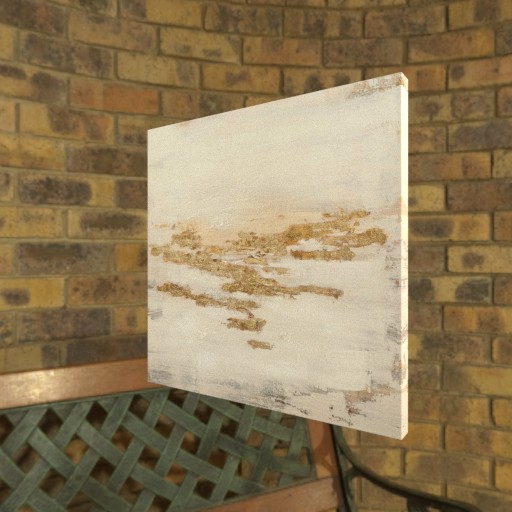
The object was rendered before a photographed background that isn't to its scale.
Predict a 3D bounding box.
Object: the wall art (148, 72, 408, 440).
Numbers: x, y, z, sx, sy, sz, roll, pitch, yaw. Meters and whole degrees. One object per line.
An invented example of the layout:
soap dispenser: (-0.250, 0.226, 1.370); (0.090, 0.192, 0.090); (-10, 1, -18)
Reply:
wall art: (0.000, 0.000, 0.923); (0.611, 0.613, 0.040); (0, 0, 34)
